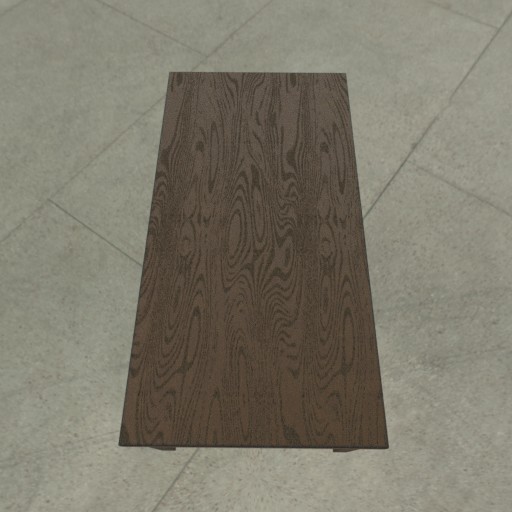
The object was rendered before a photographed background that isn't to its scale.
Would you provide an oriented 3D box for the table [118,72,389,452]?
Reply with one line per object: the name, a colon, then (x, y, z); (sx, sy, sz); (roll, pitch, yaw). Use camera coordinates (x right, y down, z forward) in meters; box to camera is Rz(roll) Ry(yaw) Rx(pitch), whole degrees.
table: (0.000, 0.000, 2.440); (1.016, 0.762, 1.981); (0, 63, 0)
